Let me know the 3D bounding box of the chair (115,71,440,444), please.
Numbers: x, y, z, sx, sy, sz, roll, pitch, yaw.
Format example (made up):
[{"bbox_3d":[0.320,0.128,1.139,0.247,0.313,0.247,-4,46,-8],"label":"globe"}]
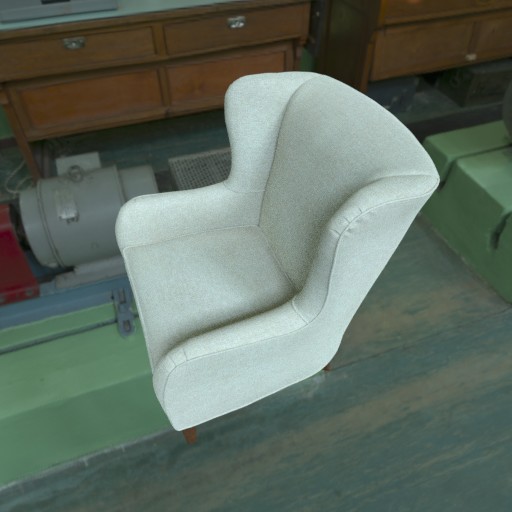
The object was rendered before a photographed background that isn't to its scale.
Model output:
[{"bbox_3d":[0.000,0.000,1.688,0.966,1.040,0.838,-16,48,-15],"label":"chair"}]
